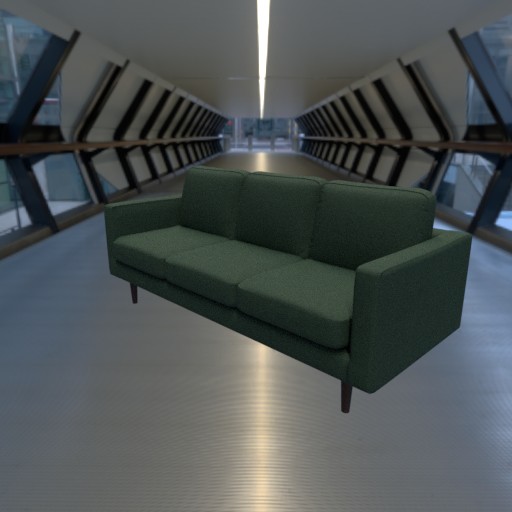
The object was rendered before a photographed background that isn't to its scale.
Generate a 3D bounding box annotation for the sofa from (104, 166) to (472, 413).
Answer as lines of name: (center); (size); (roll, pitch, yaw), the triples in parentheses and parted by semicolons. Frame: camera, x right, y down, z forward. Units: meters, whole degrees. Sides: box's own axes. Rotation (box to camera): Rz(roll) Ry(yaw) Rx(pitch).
sofa: (0.000, 0.000, 2.547); (0.879, 0.899, 2.029); (-15, 22, -43)
